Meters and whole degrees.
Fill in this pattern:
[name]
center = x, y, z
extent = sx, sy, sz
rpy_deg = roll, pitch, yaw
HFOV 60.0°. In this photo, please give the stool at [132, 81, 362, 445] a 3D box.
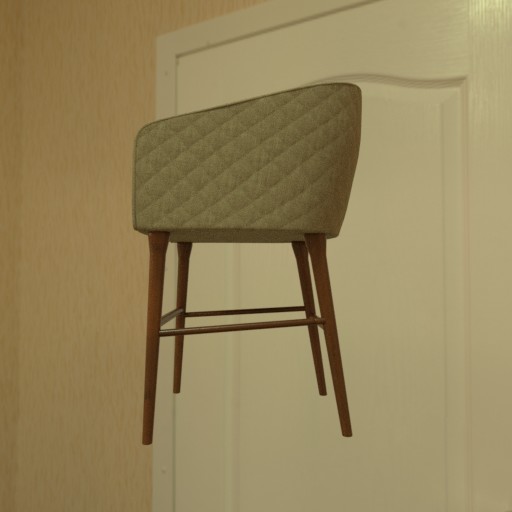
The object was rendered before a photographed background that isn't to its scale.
[stool]
center = 0.000, 0.000, 1.354
extent = 0.635, 0.952, 0.559
rpy_deg = 0, -2, -1
